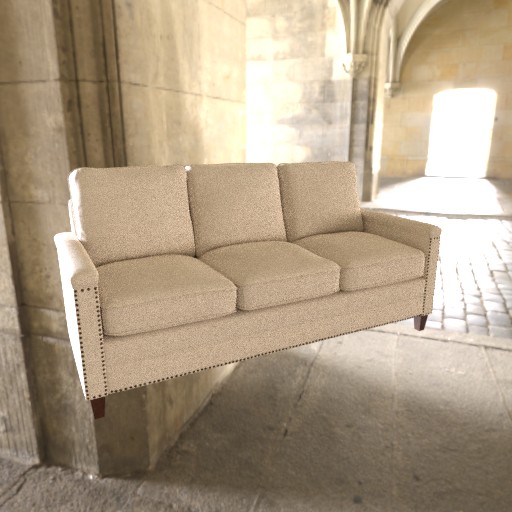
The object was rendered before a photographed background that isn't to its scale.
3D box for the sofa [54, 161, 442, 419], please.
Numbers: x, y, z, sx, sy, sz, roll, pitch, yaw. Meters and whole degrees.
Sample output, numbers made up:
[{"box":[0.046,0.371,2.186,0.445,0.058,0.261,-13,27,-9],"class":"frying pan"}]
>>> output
[{"box":[0.000,0.000,2.390,1.925,0.961,0.828,-8,17,-26],"class":"sofa"}]
